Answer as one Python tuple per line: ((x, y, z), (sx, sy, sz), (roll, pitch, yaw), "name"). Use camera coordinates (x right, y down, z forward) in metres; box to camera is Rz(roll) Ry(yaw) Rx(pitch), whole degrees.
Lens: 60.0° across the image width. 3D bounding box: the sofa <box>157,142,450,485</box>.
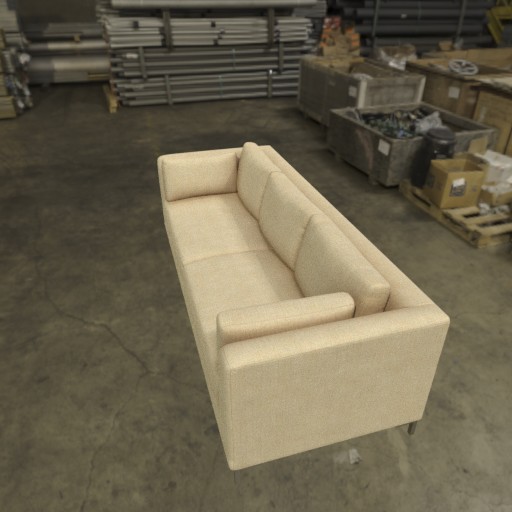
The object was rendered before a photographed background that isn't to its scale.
((0.000, 0.000, 2.858), (0.969, 0.867, 2.415), (-9, 33, -14), "sofa")
